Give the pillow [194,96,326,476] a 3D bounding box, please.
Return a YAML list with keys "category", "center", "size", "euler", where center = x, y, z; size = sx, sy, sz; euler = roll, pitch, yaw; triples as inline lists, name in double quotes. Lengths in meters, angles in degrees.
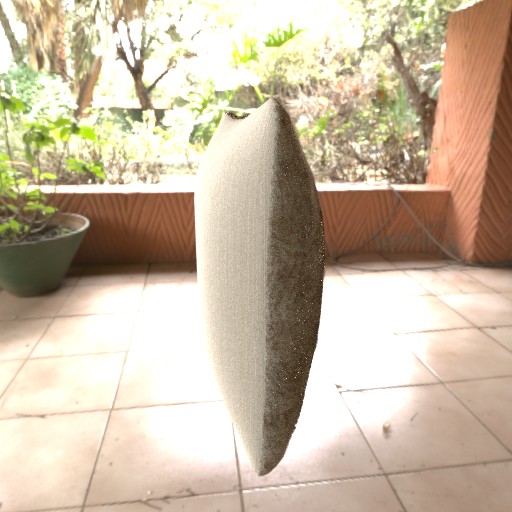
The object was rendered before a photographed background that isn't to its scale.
- category: "pillow"
  center: [0.000, 0.000, 0.810]
  size: [0.216, 0.525, 0.538]
  euler: [-3, 16, -9]
